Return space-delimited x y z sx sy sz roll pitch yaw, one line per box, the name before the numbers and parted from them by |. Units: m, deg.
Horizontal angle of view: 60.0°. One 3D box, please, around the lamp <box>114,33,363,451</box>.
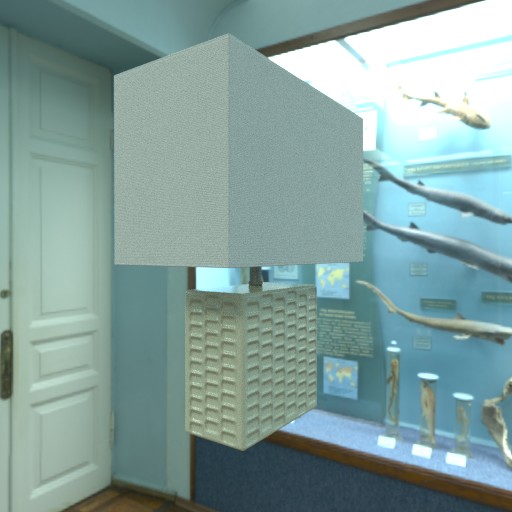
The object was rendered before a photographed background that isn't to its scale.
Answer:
lamp | 0.000 0.000 0.695 0.200 0.515 0.380 0 1 36
